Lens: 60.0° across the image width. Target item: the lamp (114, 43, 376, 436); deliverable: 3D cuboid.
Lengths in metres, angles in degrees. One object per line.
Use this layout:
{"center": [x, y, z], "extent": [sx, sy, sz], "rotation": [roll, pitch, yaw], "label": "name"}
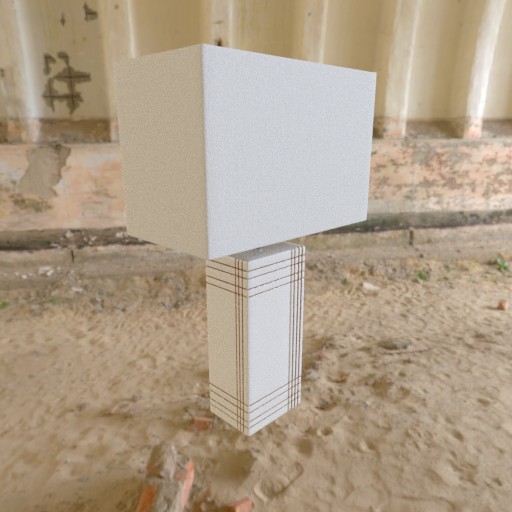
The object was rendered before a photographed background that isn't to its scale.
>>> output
{"center": [0.000, 0.000, 0.688], "extent": [0.334, 0.543, 0.182], "rotation": [-15, 22, -43], "label": "lamp"}
